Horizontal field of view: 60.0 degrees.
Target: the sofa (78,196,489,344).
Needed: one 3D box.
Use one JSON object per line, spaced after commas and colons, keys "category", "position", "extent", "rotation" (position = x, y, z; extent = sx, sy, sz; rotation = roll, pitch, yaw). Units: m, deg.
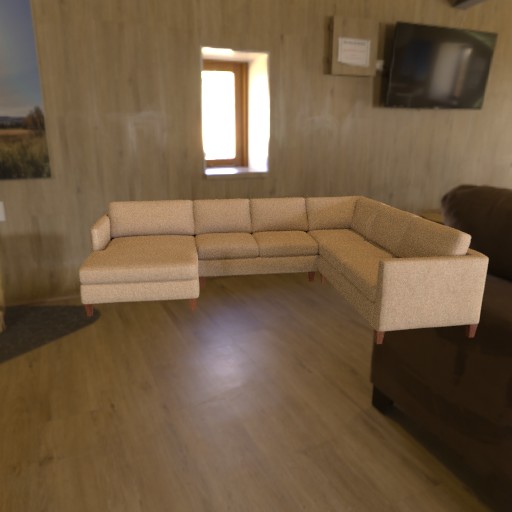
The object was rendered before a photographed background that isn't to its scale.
{"category": "sofa", "position": [0.000, 0.000, 4.519], "extent": [3.403, 0.889, 2.551], "rotation": [-2, 16, -8]}
